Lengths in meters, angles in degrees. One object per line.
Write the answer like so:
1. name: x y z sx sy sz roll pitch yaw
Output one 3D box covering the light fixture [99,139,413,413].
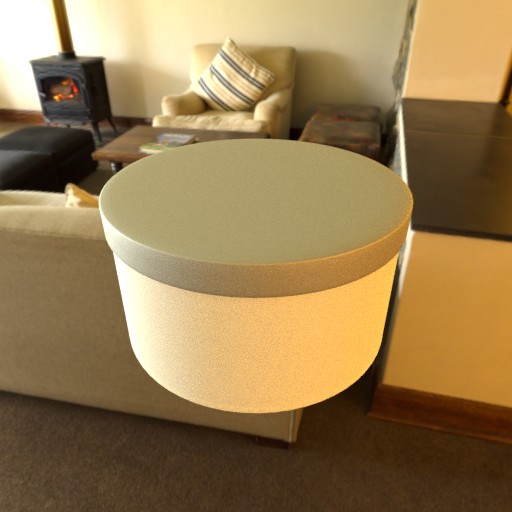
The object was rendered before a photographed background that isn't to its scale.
1. light fixture: 0.000 0.000 0.637 0.393 0.229 0.393 0 31 0
